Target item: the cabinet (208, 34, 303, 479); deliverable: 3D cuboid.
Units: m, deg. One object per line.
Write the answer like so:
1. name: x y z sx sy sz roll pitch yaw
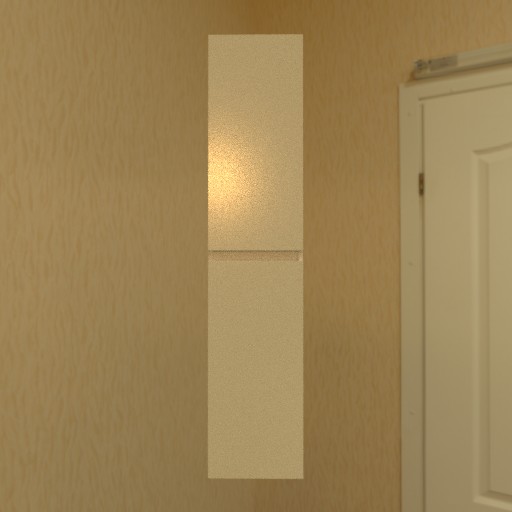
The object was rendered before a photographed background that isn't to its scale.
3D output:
1. cabinet: 0.000 0.000 1.531 0.300 1.400 0.269 0 0 1
